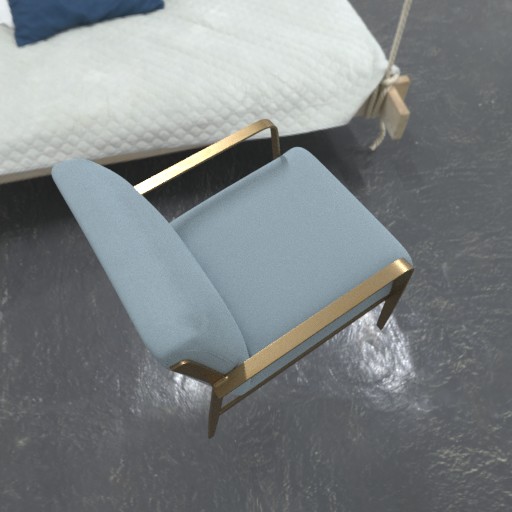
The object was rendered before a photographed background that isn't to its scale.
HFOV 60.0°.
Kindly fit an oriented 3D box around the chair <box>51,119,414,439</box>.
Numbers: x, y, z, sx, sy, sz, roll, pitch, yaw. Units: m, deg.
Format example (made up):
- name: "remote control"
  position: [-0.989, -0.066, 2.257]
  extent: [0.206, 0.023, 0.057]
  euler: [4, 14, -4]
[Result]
- name: "chair"
  position: [0.000, 0.000, 1.418]
  extent: [0.842, 0.824, 0.701]
  euler: [-30, 63, -17]
